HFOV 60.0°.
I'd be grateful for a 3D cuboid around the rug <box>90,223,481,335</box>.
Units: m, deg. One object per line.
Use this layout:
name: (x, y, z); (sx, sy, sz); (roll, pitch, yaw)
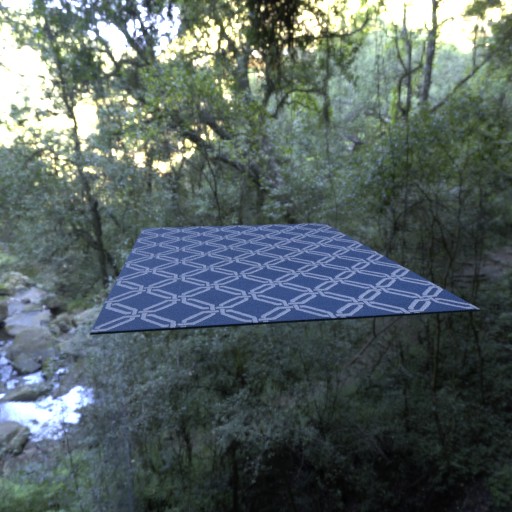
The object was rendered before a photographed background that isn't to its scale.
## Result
rug: (0.000, 0.000, 4.287); (2.432, 0.018, 3.342); (-2, 14, -9)
